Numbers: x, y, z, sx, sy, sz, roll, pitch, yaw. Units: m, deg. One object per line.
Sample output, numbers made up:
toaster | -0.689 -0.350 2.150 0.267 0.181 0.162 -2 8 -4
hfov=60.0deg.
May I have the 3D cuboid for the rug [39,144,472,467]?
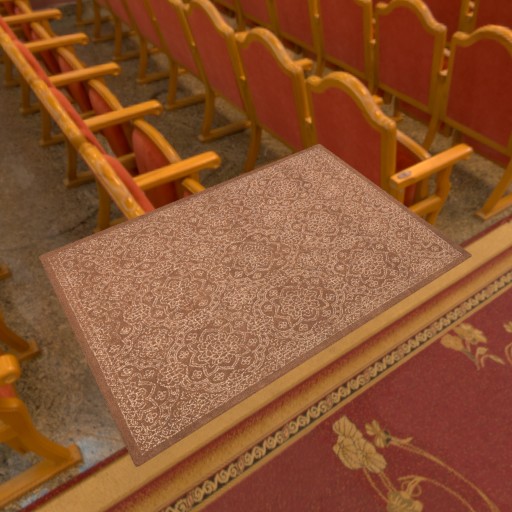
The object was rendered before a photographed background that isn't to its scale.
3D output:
rug | 0.000 0.000 2.804 2.286 0.011 1.524 -26 52 -22
